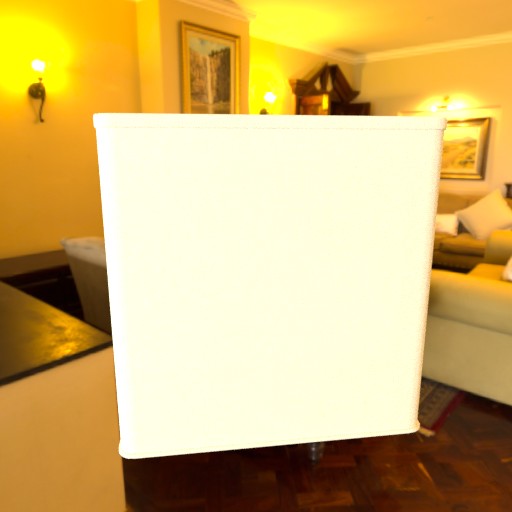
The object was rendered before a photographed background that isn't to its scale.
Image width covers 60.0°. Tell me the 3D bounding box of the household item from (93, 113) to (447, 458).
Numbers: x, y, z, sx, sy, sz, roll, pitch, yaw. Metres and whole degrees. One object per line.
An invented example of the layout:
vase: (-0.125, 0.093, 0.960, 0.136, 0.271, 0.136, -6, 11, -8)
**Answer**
household item: (0.000, 0.000, 0.539, 0.305, 0.305, 0.305, -2, 13, -8)
